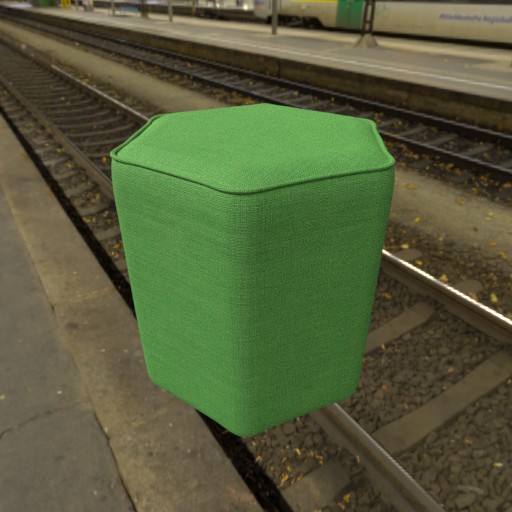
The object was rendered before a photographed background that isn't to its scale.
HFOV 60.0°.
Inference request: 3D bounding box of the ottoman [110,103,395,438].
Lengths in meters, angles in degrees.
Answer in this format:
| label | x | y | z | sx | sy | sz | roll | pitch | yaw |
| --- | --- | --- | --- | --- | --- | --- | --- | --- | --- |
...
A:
| label | x | y | z | sx | sy | sz | roll | pitch | yaw |
| --- | --- | --- | --- | --- | --- | --- | --- | --- | --- |
| ottoman | 0.000 | 0.000 | 0.889 | 0.499 | 0.507 | 0.444 | 20 | 36 | 30 |
